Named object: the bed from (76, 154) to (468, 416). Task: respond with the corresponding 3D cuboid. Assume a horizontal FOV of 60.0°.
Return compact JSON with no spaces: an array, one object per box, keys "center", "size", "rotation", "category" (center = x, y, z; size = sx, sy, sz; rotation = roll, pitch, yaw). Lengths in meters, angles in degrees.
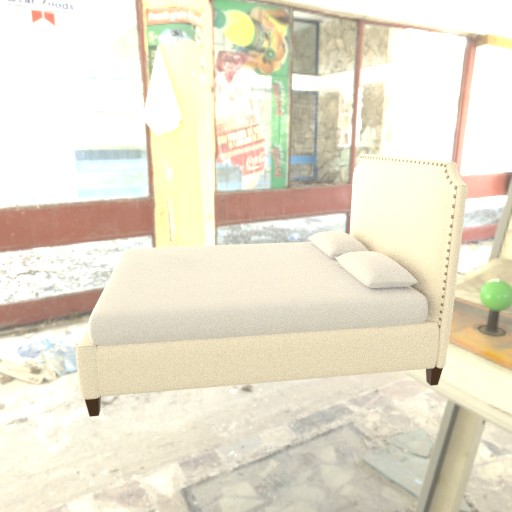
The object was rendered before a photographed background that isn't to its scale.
[{"center":[0.000,0.000,3.443],"size":[2.372,1.497,1.712],"rotation":[-2,15,-9],"category":"bed"}]
